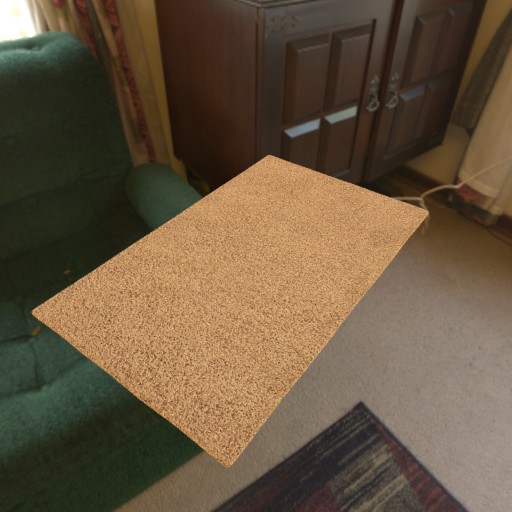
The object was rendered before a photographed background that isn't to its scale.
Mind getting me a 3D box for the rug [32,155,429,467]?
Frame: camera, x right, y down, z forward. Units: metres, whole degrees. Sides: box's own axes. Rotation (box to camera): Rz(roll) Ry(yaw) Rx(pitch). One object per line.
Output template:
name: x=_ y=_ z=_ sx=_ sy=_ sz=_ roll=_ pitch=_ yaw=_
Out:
rug: x=0.000 y=0.000 z=3.029 sx=1.524 sy=0.030 sz=2.438 roll=26 pitch=47 yaw=27
